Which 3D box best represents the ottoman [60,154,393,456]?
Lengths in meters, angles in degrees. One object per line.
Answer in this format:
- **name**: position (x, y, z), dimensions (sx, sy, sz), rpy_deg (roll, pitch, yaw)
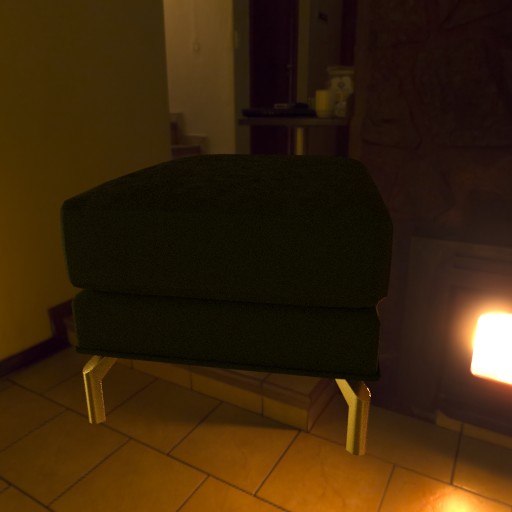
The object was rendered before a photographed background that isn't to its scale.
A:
- **ottoman**: position (0.000, 0.000, 1.168), dimensions (0.587, 0.498, 0.835), rpy_deg (3, 17, 10)
